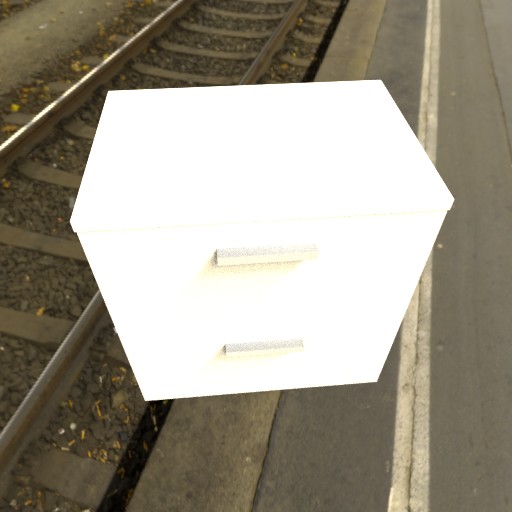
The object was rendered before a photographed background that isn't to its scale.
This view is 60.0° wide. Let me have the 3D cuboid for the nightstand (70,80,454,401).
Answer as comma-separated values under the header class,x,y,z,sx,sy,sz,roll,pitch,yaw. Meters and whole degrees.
class,x,y,z,sx,sy,sz,roll,pitch,yaw
nightstand,0.000,0.000,0.774,0.441,0.460,0.325,-4,47,-3
